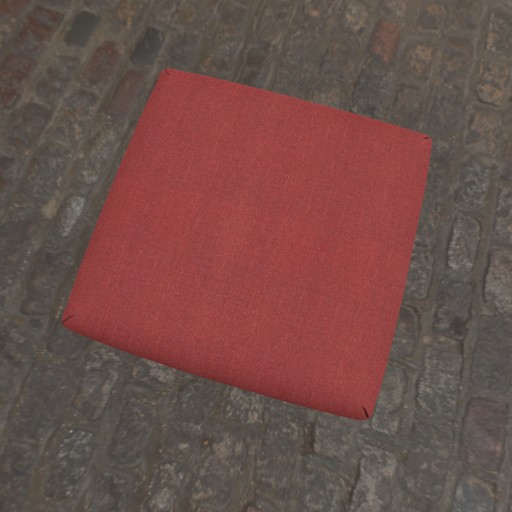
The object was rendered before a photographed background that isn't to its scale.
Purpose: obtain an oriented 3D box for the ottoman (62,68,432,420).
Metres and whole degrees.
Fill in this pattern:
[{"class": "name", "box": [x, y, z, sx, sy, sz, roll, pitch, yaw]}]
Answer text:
[{"class": "ottoman", "box": [0.000, 0.000, 0.904, 0.507, 0.475, 0.497, 17, 76, 4]}]
